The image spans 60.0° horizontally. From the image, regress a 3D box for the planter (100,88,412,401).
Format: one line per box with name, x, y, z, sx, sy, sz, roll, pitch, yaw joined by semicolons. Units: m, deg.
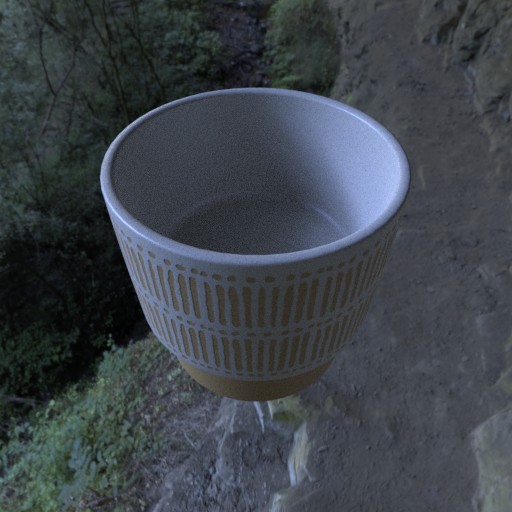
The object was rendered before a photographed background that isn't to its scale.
planter;0.000;0.000;0.569;0.317;0.303;0.317;0;45;0
